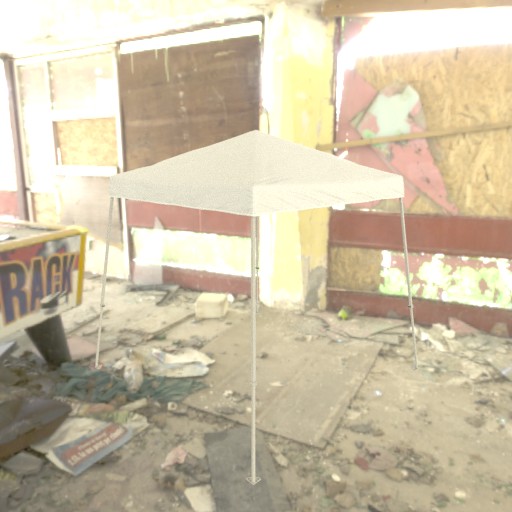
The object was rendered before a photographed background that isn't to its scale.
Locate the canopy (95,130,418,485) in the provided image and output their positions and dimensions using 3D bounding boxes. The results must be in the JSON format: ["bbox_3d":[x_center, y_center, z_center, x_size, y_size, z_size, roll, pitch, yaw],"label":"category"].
[{"bbox_3d":[0.000,0.000,6.569,3.600,3.600,3.599,-12,18,-43],"label":"canopy"}]
